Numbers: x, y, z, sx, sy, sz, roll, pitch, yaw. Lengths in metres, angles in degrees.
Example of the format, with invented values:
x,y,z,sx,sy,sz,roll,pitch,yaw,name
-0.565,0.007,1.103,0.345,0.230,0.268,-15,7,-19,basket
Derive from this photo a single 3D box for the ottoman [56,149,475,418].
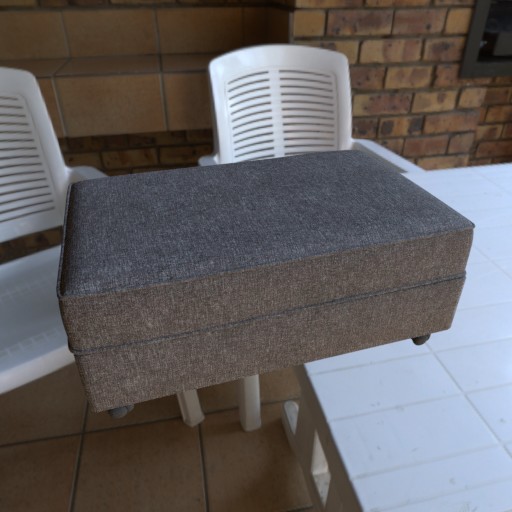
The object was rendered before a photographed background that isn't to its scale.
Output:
x,y,z,sx,sy,sz,roll,pitch,yaw,name
0.000,0.000,1.517,1.184,0.487,0.717,-9,34,-14,ottoman
